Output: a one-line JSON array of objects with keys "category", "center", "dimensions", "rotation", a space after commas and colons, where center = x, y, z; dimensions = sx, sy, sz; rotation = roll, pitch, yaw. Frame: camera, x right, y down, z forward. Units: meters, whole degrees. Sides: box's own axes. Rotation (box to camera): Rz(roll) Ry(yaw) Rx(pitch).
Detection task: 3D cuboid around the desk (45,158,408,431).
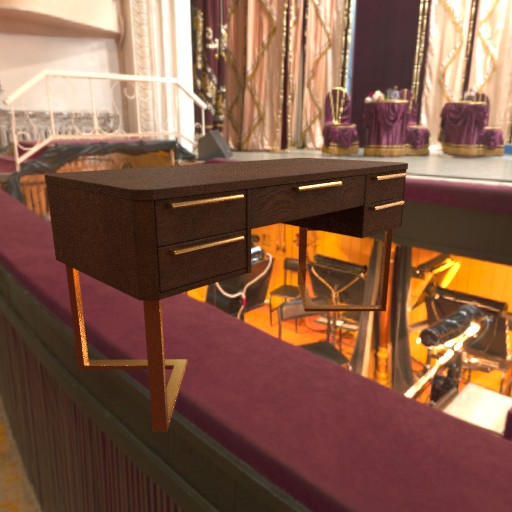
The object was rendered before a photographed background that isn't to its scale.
[{"category": "desk", "center": [0.000, 0.000, 1.944], "dimensions": [0.684, 0.762, 1.479], "rotation": [15, 22, 43]}]
